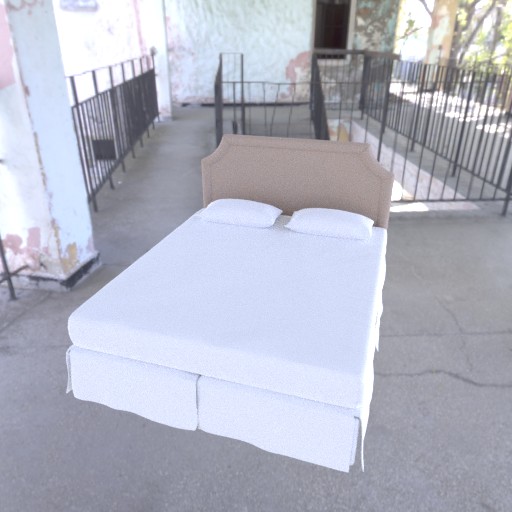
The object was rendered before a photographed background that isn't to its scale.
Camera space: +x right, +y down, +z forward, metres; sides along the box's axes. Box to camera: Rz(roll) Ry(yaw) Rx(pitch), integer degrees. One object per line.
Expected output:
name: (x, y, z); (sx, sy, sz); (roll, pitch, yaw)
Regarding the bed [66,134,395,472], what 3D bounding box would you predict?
bed: (0.000, 0.000, 4.027); (2.350, 1.590, 2.773); (8, 27, 16)
